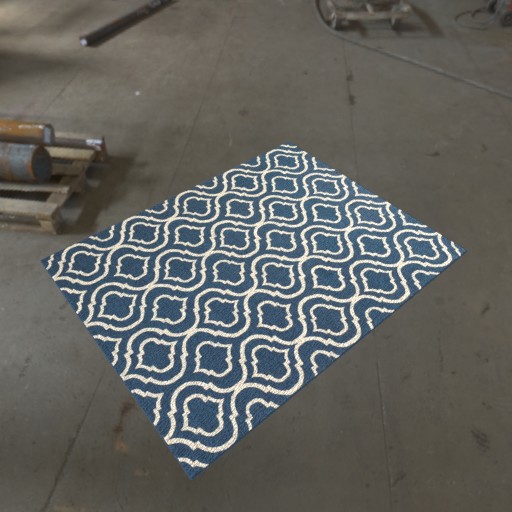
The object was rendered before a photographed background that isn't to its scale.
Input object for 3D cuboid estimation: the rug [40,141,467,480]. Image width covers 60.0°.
[{"bbox_3d":[0.000,0.000,3.799,2.881,0.020,2.270,-31,54,-26],"label":"rug"}]
